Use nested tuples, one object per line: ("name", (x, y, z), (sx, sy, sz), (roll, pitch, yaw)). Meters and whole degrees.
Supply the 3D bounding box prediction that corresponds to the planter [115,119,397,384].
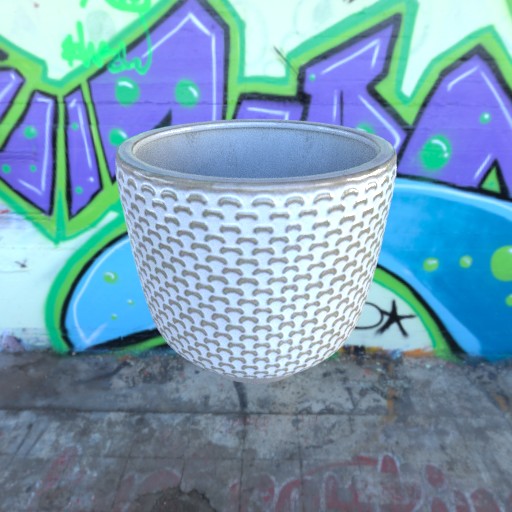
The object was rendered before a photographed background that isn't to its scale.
("planter", (0.000, 0.000, 0.313), (0.173, 0.160, 0.173), (0, 27, 0))
